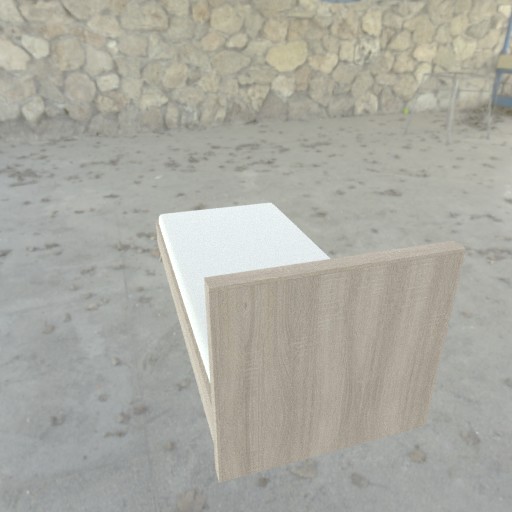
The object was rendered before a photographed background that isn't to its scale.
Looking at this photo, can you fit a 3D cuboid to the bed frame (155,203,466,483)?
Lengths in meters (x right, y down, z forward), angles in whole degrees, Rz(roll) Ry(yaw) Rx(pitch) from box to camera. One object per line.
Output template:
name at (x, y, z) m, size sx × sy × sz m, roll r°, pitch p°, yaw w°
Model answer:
bed frame at (0.000, 0.000, 2.658) m, size 0.990 × 0.920 × 2.140 m, roll -8°, pitch 27°, yaw -16°
